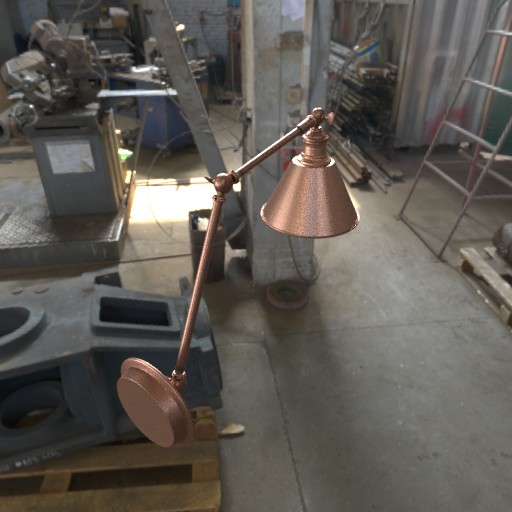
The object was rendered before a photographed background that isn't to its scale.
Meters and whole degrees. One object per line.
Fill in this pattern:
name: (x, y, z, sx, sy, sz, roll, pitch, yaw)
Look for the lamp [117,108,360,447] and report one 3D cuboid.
lamp: (0.000, 0.000, 0.881, 0.223, 0.502, 0.624, 22, 37, 31)
